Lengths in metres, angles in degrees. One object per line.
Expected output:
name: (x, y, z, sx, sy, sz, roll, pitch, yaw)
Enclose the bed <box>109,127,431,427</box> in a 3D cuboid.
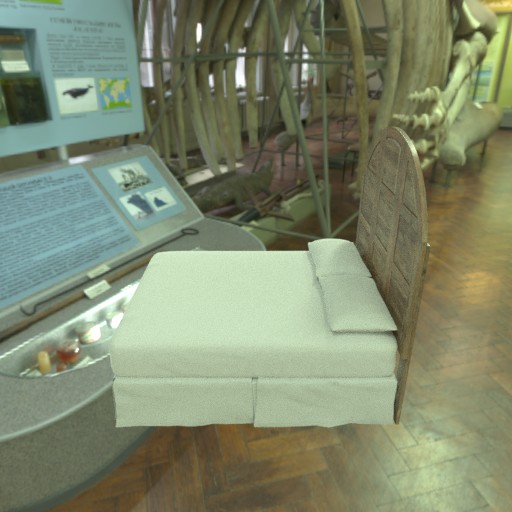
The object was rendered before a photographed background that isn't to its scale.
bed: (0.000, 0.000, 3.571, 2.112, 2.002, 1.713, 0, 25, 0)
